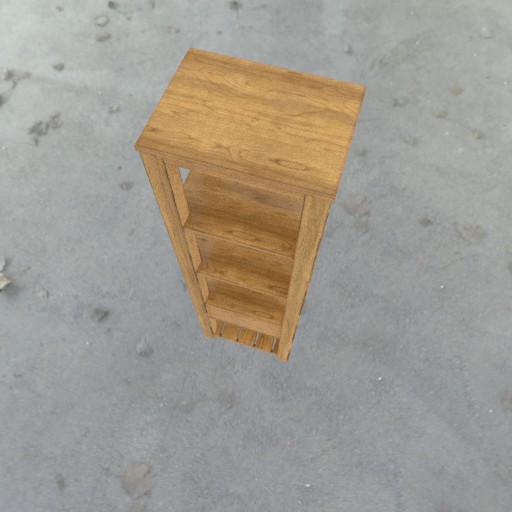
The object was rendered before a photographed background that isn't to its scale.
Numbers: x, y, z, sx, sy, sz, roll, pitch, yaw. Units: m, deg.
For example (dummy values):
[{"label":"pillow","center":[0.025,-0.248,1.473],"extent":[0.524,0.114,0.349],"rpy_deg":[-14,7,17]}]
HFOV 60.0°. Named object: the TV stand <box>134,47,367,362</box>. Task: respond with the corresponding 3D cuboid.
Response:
[{"label":"TV stand","center":[0.000,0.000,2.081],"extent":[0.565,1.828,0.435],"rpy_deg":[16,64,8]}]
